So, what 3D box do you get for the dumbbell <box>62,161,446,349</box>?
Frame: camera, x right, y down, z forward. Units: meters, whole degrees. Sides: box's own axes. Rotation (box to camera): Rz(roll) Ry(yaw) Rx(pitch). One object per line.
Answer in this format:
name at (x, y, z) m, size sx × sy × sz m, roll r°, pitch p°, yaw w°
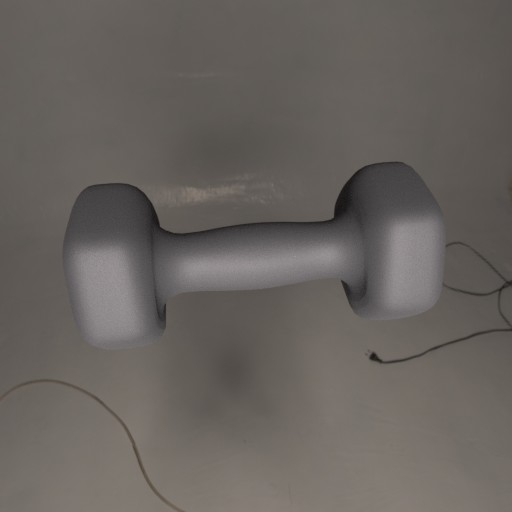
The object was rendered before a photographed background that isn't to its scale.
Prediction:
dumbbell at (0.000, 0.000, 0.306) m, size 0.240 × 0.105 × 0.116 m, roll -5°, pitch 46°, yaw -5°
